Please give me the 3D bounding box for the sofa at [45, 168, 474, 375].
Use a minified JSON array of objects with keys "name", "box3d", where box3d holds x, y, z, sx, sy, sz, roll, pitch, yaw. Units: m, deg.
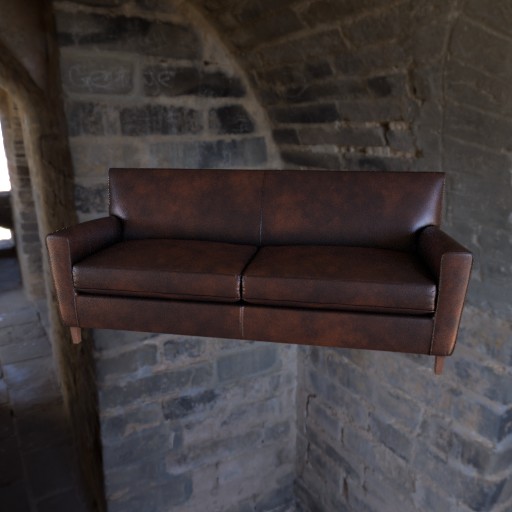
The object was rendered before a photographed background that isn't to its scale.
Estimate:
[{"name":"sofa","box3d":[0.000,0.000,2.386,1.995,0.871,0.786,3,15,10]}]
